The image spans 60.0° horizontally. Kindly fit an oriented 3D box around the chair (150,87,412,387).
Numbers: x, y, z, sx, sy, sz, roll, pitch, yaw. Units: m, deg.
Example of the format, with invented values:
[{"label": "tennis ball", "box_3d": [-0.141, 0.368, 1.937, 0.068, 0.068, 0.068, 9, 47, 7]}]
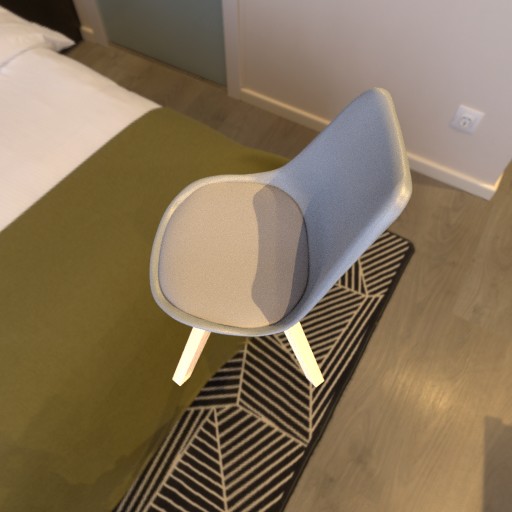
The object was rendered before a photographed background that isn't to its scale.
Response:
[{"label": "chair", "box_3d": [0.000, 0.000, 1.164, 0.550, 0.850, 0.485, 0, 58, 0]}]
